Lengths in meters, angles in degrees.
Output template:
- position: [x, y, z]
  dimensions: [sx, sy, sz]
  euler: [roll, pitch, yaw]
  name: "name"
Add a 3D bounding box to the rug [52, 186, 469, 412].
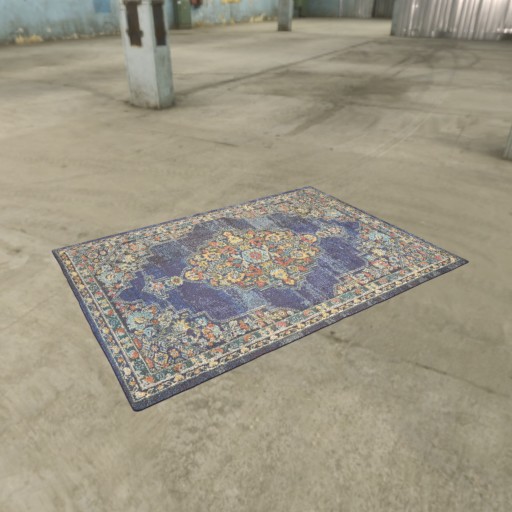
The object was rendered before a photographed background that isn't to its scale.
- position: [0.000, 0.000, 2.913]
  dimensions: [2.232, 0.009, 1.630]
  euler: [-18, 34, -28]
  name: "rug"
